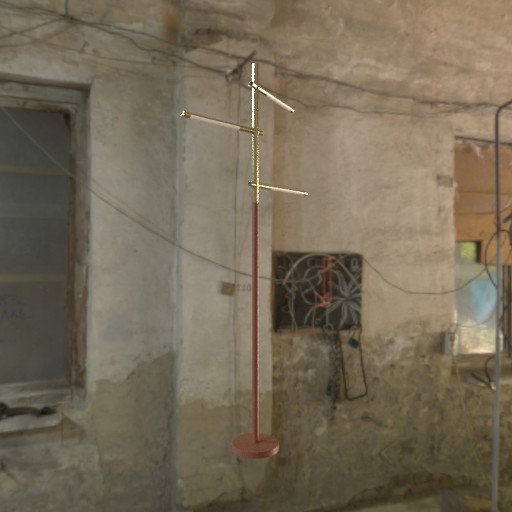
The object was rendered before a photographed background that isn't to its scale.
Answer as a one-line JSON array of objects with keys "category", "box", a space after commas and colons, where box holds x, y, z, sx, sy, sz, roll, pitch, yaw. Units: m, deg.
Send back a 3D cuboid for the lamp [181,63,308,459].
[{"category": "lamp", "box": [0.000, 0.000, 1.971, 0.209, 1.704, 0.737, 0, 0, 36]}]
